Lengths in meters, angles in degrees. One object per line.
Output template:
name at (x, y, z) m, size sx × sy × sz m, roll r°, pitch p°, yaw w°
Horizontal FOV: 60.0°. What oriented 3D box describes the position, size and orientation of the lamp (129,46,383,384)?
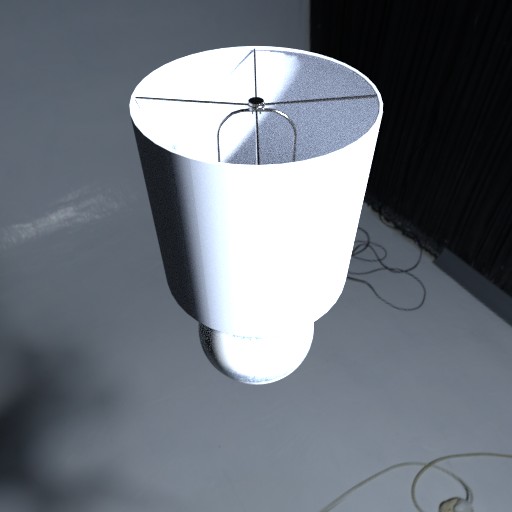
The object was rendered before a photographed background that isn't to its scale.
lamp at (0.000, 0.000, 0.531) m, size 0.216 × 0.404 × 0.216 m, roll -23°, pitch 50°, yaw -21°
